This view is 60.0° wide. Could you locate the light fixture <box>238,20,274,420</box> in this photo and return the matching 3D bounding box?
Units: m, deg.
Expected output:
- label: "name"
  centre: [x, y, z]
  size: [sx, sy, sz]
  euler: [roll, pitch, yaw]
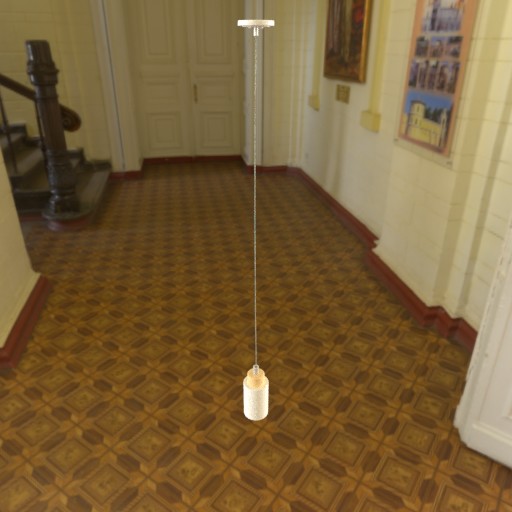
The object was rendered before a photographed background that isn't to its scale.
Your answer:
- label: "light fixture"
  centre: [0.000, 0.000, 1.915]
  size: [0.125, 1.798, 0.125]
  euler: [17, 31, 31]
